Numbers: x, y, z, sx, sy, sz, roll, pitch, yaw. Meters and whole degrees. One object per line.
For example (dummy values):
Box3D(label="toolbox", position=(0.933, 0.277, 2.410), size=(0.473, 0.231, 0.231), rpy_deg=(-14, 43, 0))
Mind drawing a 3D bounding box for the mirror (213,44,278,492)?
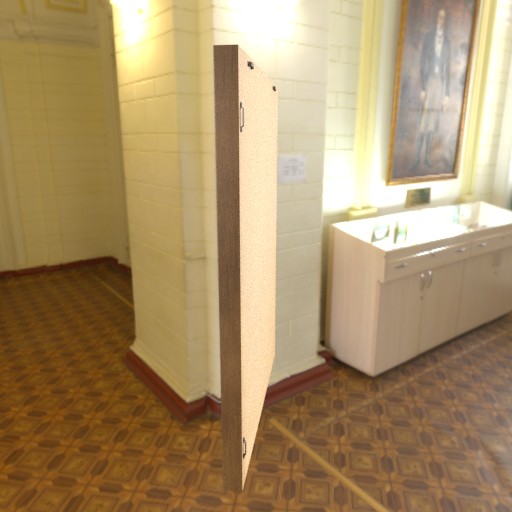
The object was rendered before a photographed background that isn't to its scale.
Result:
Box3D(label="mirror", position=(0.000, 0.000, 0.920), size=(0.039, 0.711, 0.508), rpy_deg=(2, 15, 8))
